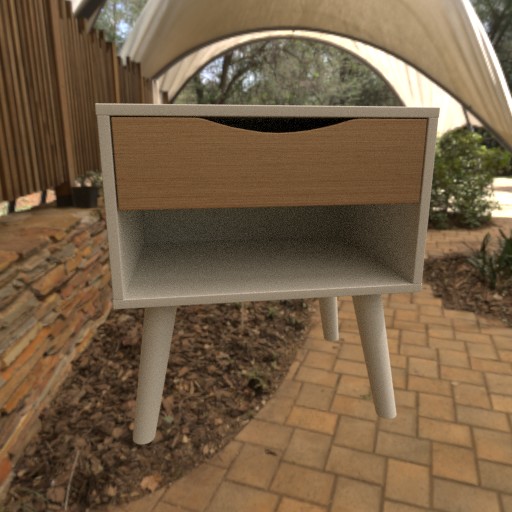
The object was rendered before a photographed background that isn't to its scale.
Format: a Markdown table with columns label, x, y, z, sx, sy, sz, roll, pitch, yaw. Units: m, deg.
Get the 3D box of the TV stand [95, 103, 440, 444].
| label | x | y | z | sx | sy | sz | roll | pitch | yaw |
| --- | --- | --- | --- | --- | --- | --- | --- | --- | --- |
| TV stand | 0.000 | 0.000 | 0.907 | 0.508 | 0.559 | 0.405 | -2 | 15 | -9 |
